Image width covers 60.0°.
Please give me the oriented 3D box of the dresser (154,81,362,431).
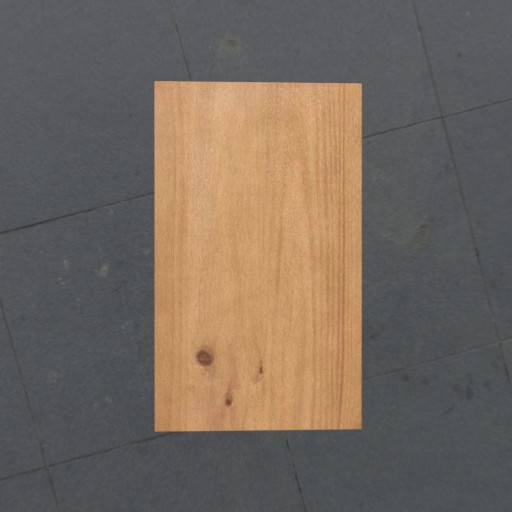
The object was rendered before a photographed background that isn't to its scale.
[{"bbox_3d":[0.000,0.000,1.580,0.479,1.240,0.761,0,90,-2],"label":"dresser"}]
